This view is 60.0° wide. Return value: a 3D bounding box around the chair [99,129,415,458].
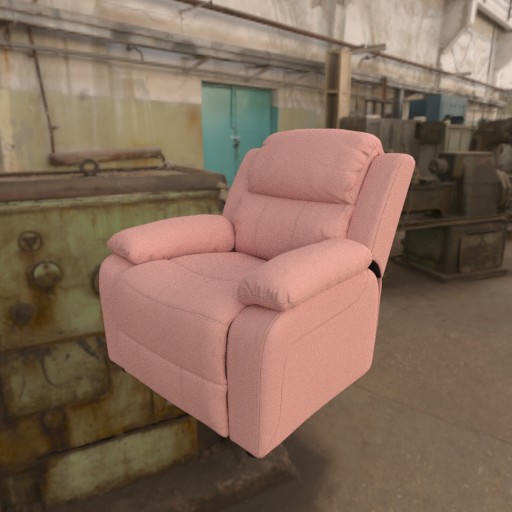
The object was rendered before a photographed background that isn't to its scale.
[{"bbox_3d":[0.000,0.000,1.269,0.680,0.702,0.709,14,21,41],"label":"chair"}]
